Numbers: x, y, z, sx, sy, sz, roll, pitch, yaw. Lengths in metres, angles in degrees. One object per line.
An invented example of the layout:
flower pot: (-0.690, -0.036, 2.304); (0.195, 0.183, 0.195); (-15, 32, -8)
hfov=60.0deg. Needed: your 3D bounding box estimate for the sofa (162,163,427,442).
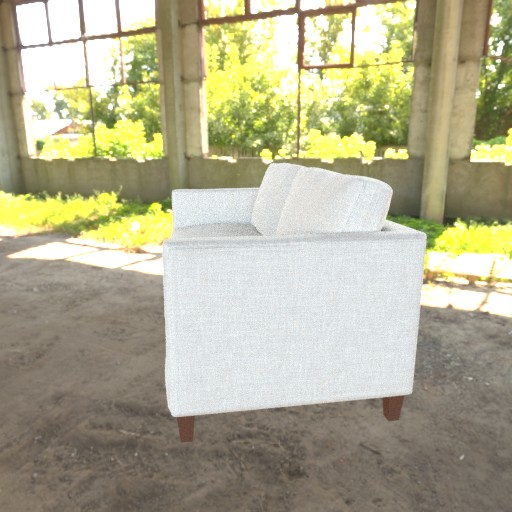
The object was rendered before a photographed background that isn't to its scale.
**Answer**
sofa: (0.000, 0.000, 2.416); (0.950, 0.963, 1.838); (-2, 14, -9)
